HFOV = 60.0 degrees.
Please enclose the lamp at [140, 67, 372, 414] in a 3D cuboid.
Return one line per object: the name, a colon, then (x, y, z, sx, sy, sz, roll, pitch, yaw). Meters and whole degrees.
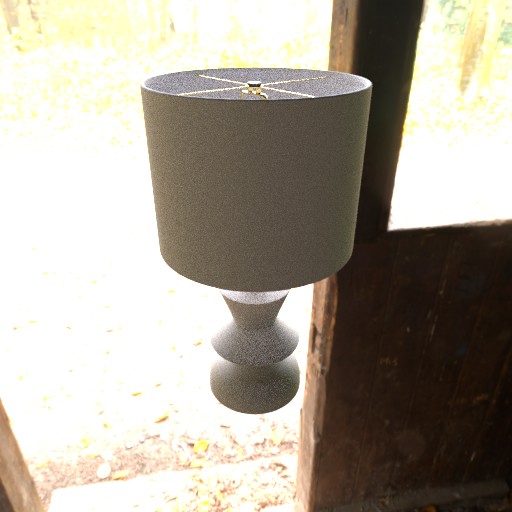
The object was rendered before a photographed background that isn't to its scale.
lamp: (0.000, 0.000, 0.716, 0.301, 0.533, 0.301, -21, 35, -33)
